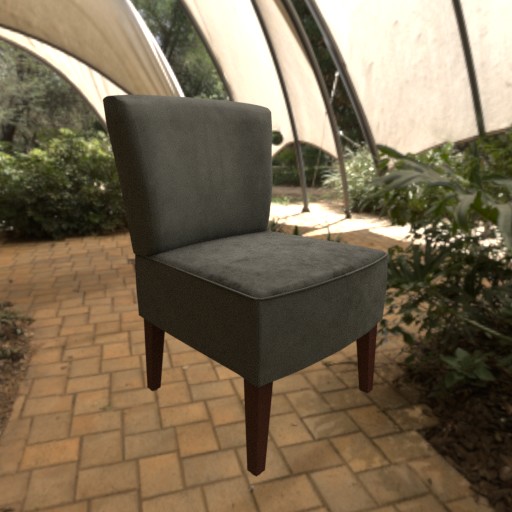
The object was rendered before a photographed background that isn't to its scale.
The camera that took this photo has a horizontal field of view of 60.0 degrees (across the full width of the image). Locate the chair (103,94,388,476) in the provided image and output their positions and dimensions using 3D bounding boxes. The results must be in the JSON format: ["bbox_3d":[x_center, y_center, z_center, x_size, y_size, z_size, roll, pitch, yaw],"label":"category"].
[{"bbox_3d":[0.000,0.000,1.155,0.554,0.806,0.521,14,20,43],"label":"chair"}]
